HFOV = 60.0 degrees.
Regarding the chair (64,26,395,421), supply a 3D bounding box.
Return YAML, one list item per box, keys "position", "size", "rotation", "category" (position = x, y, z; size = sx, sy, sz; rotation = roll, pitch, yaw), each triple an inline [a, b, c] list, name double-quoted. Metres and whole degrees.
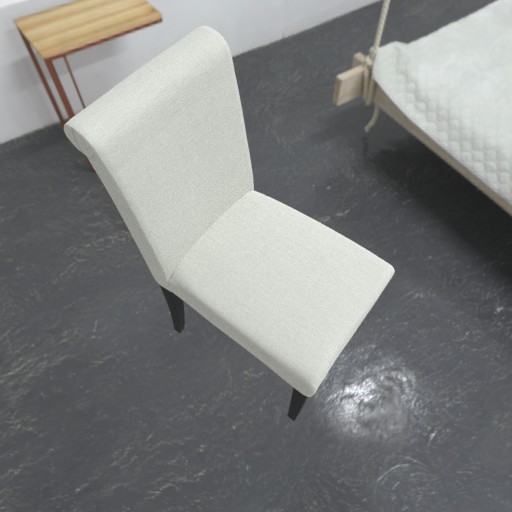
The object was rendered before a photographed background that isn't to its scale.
- position: [0.000, 0.000, 1.310]
  size: [0.708, 0.976, 0.452]
  rotation: [32, 64, 18]
  category: "chair"
